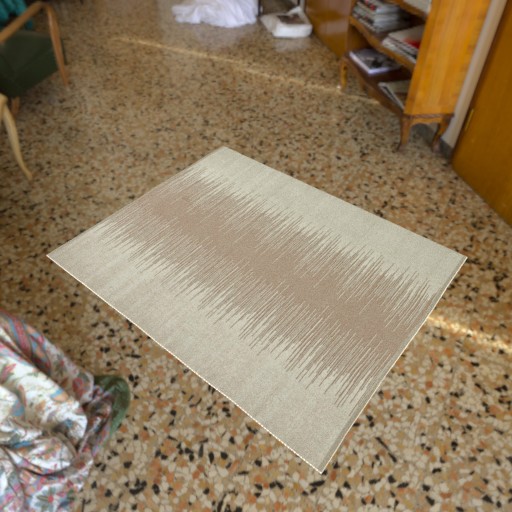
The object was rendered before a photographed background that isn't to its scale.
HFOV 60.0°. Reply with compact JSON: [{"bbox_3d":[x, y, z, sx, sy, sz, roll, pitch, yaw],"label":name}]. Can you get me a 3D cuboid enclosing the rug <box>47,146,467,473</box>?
[{"bbox_3d":[0.000,0.000,4.092,3.048,0.013,2.438,30,52,26],"label":"rug"}]
